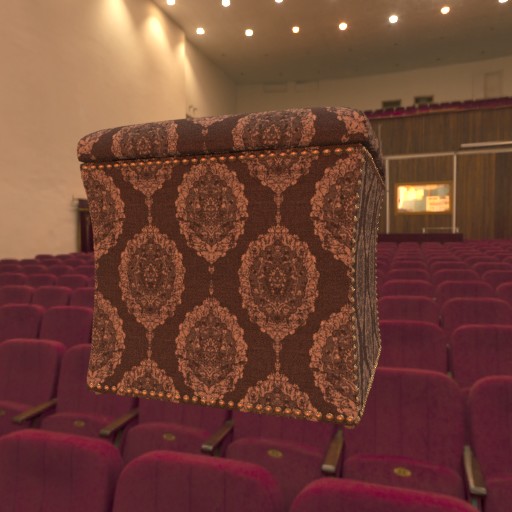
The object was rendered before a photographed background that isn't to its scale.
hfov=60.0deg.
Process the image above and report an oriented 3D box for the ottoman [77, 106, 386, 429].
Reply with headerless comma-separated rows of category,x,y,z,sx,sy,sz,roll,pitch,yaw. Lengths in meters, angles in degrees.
ottoman,0.000,0.000,0.902,0.497,0.475,0.507,1,2,19
